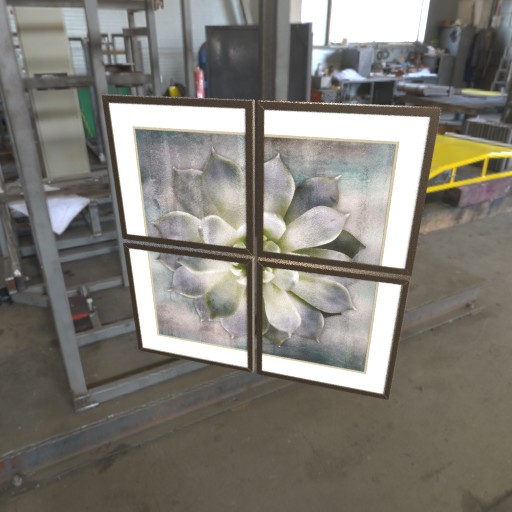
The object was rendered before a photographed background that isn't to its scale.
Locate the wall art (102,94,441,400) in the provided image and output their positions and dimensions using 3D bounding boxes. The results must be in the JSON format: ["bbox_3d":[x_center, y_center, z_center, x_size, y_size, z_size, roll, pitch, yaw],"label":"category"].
[{"bbox_3d":[0.000,0.000,1.546,1.032,1.032,0.030,7,27,14],"label":"wall art"}]
